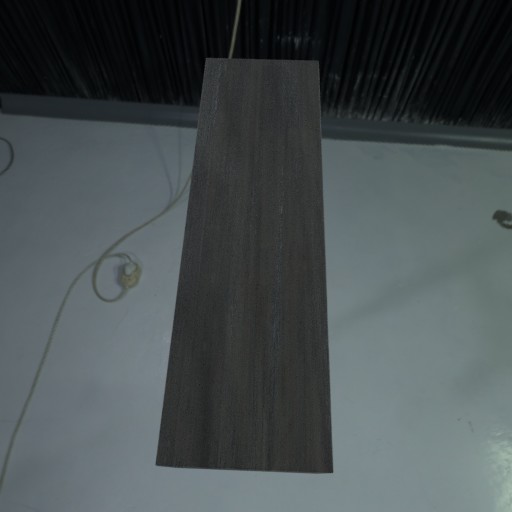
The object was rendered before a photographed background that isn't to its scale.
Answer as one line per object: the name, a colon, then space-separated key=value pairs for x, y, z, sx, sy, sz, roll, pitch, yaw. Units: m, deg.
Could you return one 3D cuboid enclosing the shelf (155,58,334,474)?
shelf: x=0.000 y=0.000 z=1.490 sx=0.400 sy=0.495 sz=1.300 roll=2 pitch=64 yaw=1
